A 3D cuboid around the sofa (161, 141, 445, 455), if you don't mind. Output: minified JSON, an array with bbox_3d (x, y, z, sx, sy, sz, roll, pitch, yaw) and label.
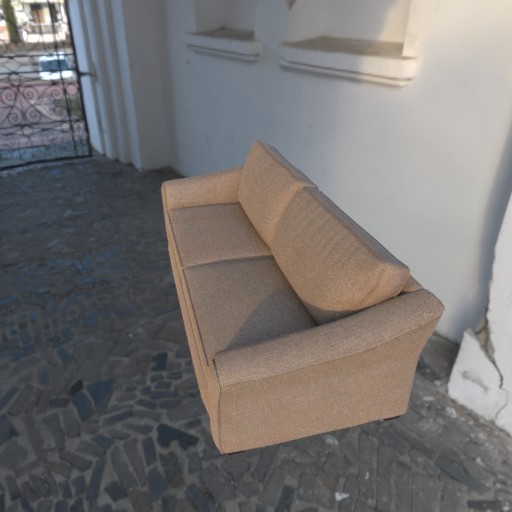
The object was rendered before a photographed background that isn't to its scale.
[{"bbox_3d":[0.000,0.000,2.745,0.986,0.906,2.270,-8,31,-14],"label":"sofa"}]
